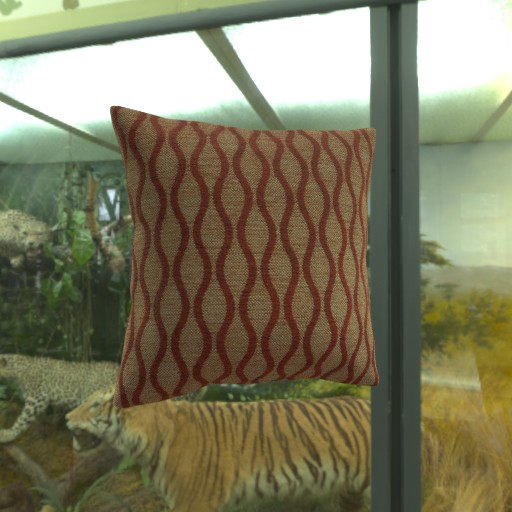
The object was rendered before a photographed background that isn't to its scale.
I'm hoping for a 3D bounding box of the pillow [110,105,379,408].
[{"bbox_3d":[0.000,0.000,0.680,0.429,0.434,0.159,0,-1,-17],"label":"pillow"}]
